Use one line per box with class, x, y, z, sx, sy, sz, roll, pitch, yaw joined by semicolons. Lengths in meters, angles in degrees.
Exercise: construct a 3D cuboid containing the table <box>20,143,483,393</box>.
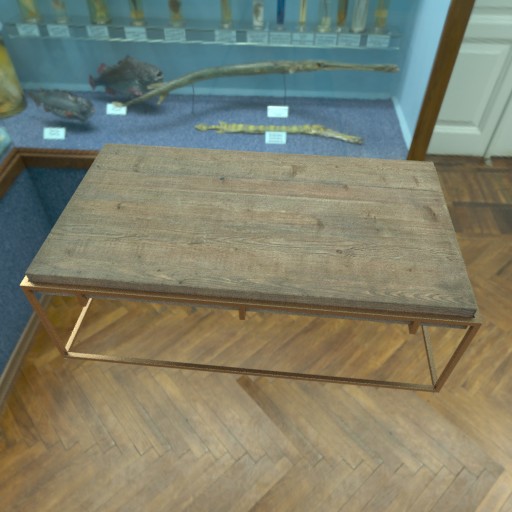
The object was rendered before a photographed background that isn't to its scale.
table;0.000;0.000;1.726;1.387;0.468;0.775;4;46;4
